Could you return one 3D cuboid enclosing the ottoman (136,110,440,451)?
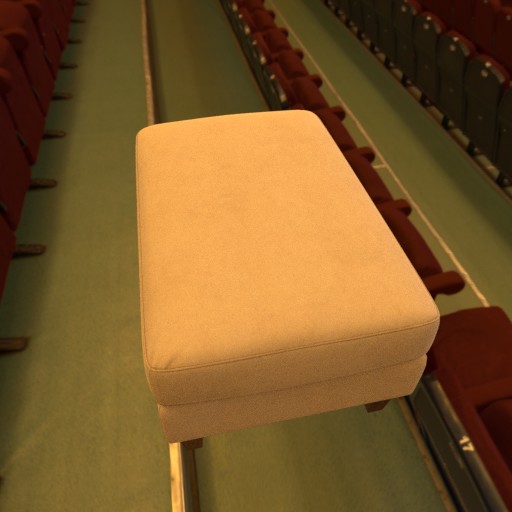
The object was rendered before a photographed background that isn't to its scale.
[{"bbox_3d":[0.000,0.000,1.209,0.584,0.483,0.864,-8,46,-8],"label":"ottoman"}]
